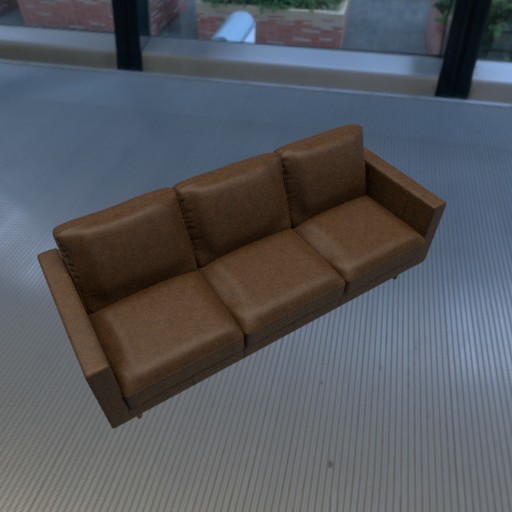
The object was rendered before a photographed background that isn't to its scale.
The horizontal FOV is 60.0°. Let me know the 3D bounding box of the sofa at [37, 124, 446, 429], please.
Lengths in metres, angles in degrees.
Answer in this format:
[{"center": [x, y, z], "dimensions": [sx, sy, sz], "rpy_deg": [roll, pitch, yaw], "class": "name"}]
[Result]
[{"center": [0.000, 0.000, 2.689], "dimensions": [2.231, 0.930, 0.903], "rpy_deg": [-24, 50, -22], "class": "sofa"}]
